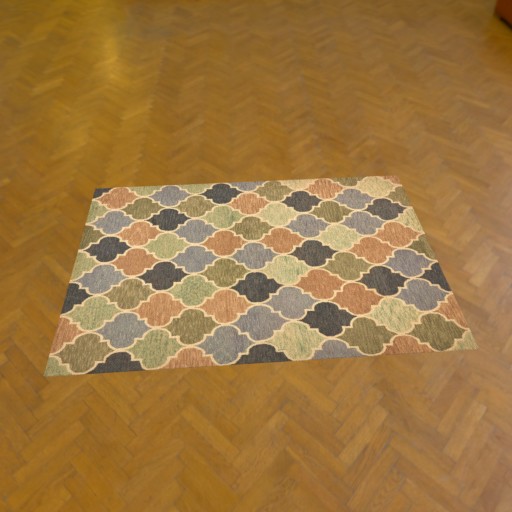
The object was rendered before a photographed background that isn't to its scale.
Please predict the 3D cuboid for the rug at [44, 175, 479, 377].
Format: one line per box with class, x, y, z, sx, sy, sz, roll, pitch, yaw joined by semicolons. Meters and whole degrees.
rug;0.000;0.000;2.268;1.828;0.006;1.216;-3;47;-3
